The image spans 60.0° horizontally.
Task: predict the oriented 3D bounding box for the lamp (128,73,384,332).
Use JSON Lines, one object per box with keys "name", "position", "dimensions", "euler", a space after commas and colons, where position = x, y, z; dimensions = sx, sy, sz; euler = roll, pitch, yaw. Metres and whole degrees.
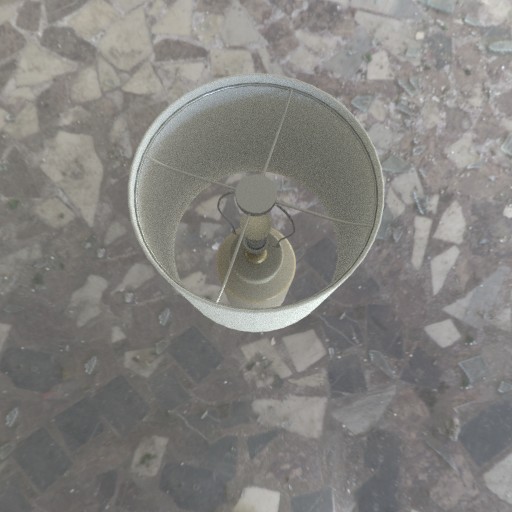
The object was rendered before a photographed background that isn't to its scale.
{"name": "lamp", "position": [0.000, 0.000, 0.604], "dimensions": [0.212, 0.493, 0.212], "euler": [18, 77, 4]}
